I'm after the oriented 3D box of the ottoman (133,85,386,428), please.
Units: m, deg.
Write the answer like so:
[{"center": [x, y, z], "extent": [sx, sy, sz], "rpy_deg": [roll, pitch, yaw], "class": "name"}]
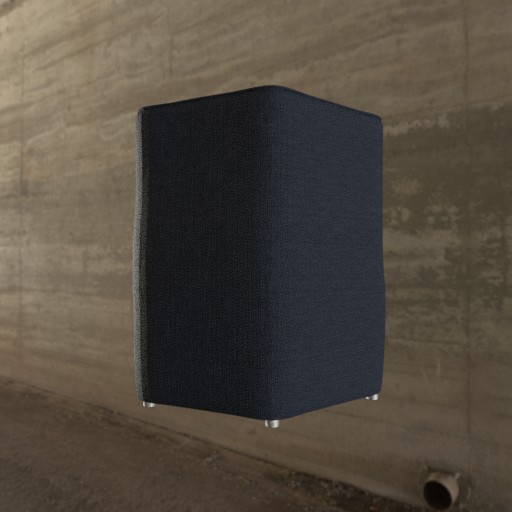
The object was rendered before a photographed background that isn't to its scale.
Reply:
[{"center": [0.000, 0.000, 0.874], "extent": [0.454, 0.505, 0.492], "rpy_deg": [0, -1, -2], "class": "ottoman"}]
